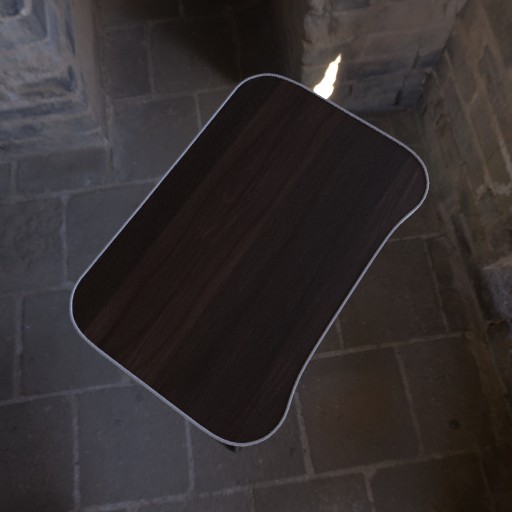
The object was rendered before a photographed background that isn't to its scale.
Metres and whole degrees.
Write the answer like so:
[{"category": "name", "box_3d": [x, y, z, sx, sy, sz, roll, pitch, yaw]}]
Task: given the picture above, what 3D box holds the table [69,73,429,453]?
[{"category": "table", "box_3d": [0.000, 0.000, 0.861, 0.400, 0.232, 0.660, 34, 77, 9]}]
